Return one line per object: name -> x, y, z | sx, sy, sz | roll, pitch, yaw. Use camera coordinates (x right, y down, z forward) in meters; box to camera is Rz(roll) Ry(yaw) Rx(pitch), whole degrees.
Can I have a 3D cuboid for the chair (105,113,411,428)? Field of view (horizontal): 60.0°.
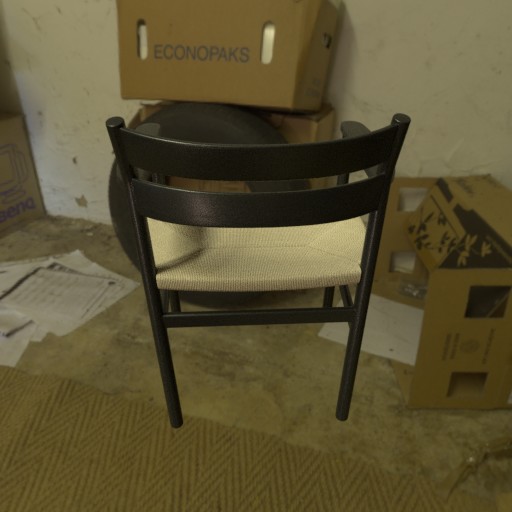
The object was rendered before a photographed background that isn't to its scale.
chair -> 0.000, 0.000, 1.152 | 0.630, 0.775, 0.508 | -1, 29, -3
